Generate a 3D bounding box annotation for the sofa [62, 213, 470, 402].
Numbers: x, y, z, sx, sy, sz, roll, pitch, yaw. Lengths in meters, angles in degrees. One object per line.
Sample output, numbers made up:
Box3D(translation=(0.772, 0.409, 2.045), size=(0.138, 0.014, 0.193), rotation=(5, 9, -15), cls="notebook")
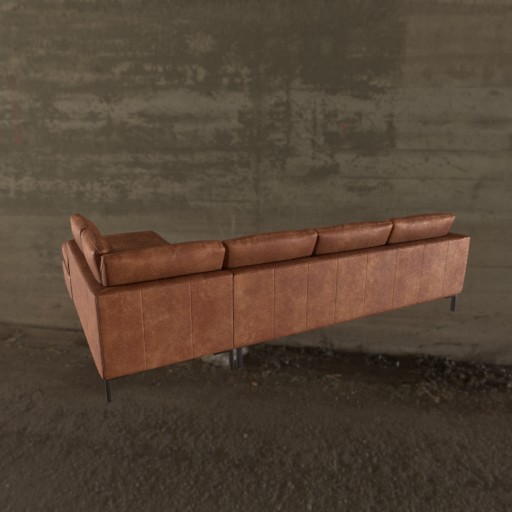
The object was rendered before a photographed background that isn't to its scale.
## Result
Box3D(translation=(0.000, 0.000, 3.855), size=(2.984, 0.877, 1.938), rotation=(-8, 18, -26), cls="sofa")
